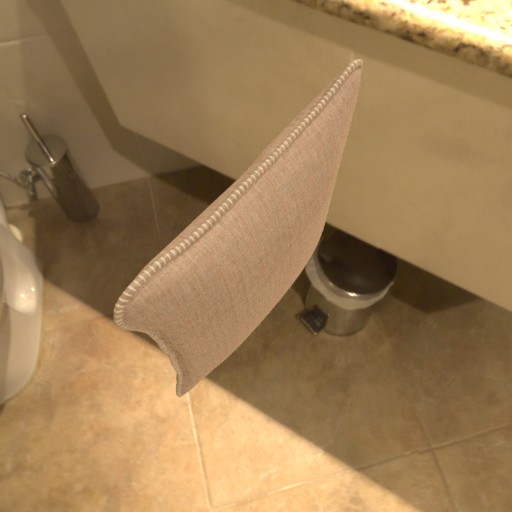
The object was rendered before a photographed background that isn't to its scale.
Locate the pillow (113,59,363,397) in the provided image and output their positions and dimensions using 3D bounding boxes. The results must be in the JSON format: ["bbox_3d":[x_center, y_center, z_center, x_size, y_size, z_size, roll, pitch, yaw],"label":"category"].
[{"bbox_3d":[0.000,0.000,0.744,0.124,0.494,0.485,35,68,16],"label":"pillow"}]
